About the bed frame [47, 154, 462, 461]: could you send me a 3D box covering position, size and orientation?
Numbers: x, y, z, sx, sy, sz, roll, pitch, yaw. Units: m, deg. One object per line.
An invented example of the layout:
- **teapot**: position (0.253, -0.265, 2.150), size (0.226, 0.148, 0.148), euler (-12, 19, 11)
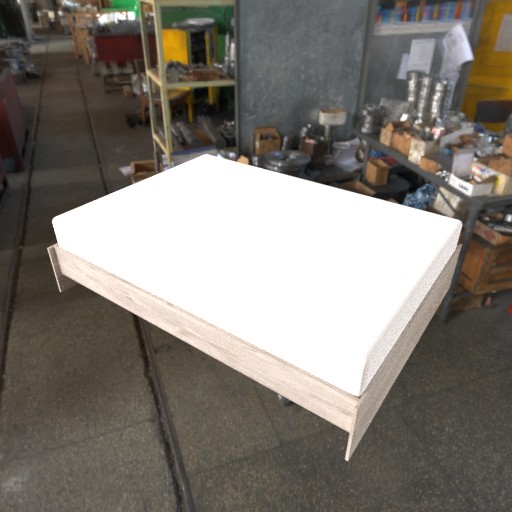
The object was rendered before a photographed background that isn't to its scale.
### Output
- **bed frame**: position (0.000, 0.000, 2.625), size (1.945, 0.497, 1.445), euler (21, 38, 30)
